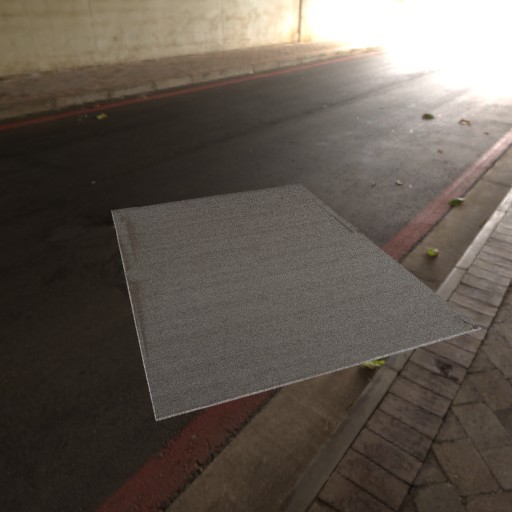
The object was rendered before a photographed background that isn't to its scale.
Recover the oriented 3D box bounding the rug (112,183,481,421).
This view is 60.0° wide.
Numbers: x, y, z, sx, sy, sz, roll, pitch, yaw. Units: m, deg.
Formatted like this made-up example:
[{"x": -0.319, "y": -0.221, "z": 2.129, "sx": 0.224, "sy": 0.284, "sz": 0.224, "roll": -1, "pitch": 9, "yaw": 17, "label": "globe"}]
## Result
[{"x": 0.000, "y": 0.000, "z": 5.012, "sx": 2.873, "sy": 0.053, "sz": 3.778, "roll": -10, "pitch": 32, "yaw": -17, "label": "rug"}]
